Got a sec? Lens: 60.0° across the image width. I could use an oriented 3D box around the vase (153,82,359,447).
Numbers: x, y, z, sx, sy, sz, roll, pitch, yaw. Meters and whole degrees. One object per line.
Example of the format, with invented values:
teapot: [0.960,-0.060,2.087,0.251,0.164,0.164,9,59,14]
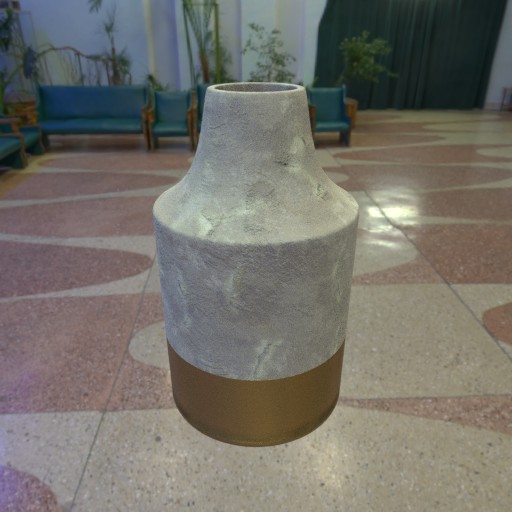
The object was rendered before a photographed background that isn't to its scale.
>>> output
vase: [0.000,0.000,0.425,0.184,0.305,0.184,0,27,0]
